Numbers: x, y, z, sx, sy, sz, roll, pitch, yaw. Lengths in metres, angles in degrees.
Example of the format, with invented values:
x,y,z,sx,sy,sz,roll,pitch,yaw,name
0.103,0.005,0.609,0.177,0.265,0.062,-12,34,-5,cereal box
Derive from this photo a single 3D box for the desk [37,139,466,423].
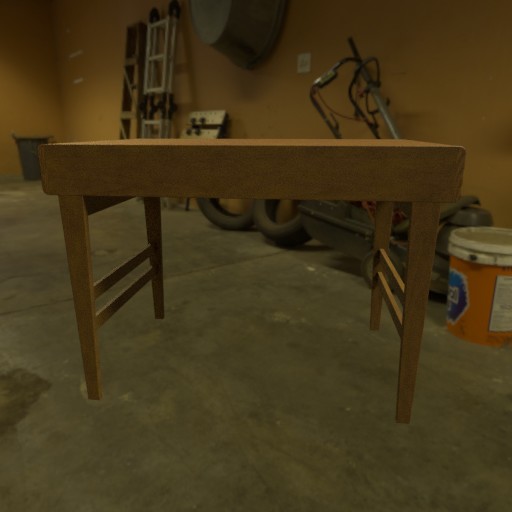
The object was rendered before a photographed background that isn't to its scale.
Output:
x,y,z,sx,sy,sz,roll,pitch,yaw,name
0.000,0.000,1.507,1.066,0.754,0.660,2,16,7,desk
